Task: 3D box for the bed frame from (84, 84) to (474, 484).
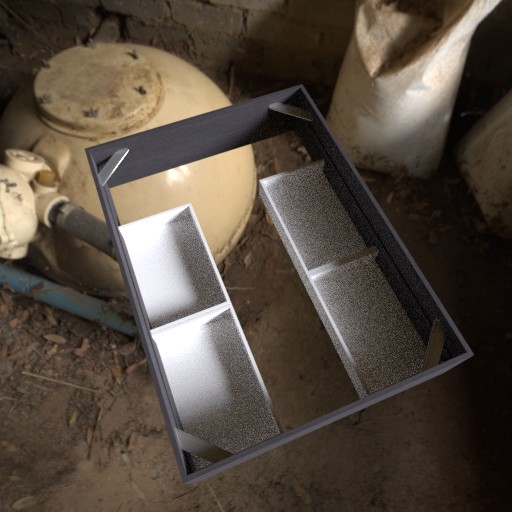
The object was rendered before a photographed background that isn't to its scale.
[{"bbox_3d":[0.000,0.000,2.567,1.448,0.459,1.944,-20,65,-10],"label":"bed frame"}]
